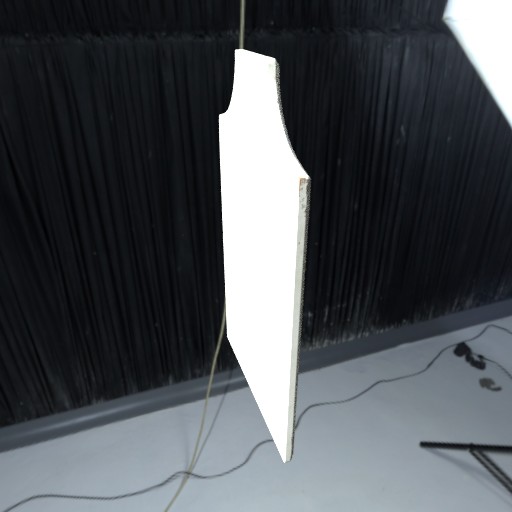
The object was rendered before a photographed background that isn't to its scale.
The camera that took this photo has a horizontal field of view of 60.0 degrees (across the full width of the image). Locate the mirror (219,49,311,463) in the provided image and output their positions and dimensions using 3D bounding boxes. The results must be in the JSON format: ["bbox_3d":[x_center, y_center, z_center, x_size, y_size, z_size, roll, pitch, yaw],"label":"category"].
[{"bbox_3d":[0.000,0.000,0.861,0.022,0.717,0.403,-10,31,-17],"label":"mirror"}]
